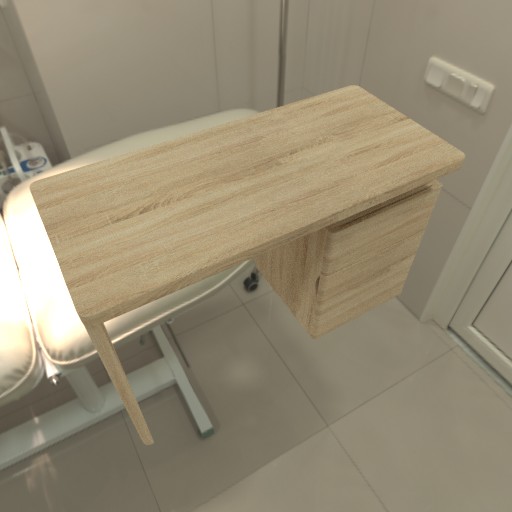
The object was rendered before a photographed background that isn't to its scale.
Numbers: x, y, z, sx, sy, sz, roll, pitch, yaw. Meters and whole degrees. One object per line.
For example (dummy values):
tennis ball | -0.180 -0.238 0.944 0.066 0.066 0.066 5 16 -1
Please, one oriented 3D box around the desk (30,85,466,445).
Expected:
desk | 0.000 0.000 1.597 1.200 0.760 0.550 -23 51 -20
